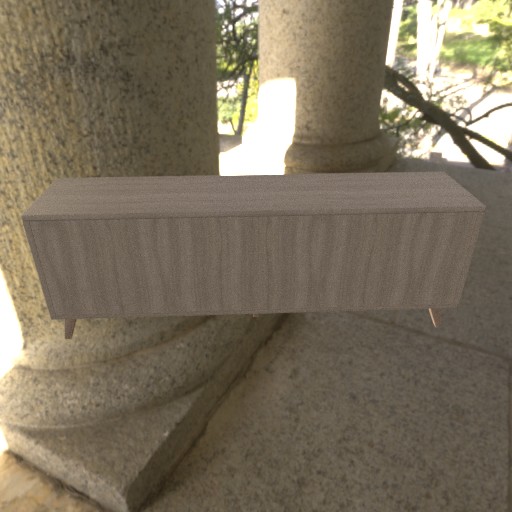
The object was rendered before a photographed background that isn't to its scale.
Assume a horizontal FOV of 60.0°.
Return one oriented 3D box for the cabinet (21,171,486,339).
[{"bbox_3d":[0.000,0.000,2.496,2.198,0.779,0.499,-1,30,-2],"label":"cabinet"}]
